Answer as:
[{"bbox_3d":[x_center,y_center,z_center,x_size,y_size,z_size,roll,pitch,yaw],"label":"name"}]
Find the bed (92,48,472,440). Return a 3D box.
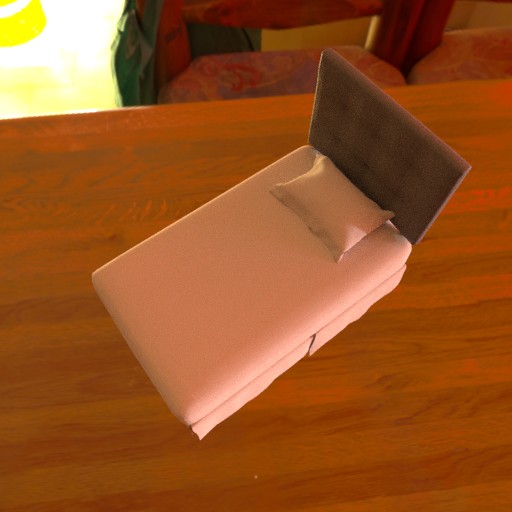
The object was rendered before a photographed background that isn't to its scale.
[{"bbox_3d":[0.000,0.000,2.933,1.997,1.571,1.261,-34,68,-15],"label":"bed"}]
